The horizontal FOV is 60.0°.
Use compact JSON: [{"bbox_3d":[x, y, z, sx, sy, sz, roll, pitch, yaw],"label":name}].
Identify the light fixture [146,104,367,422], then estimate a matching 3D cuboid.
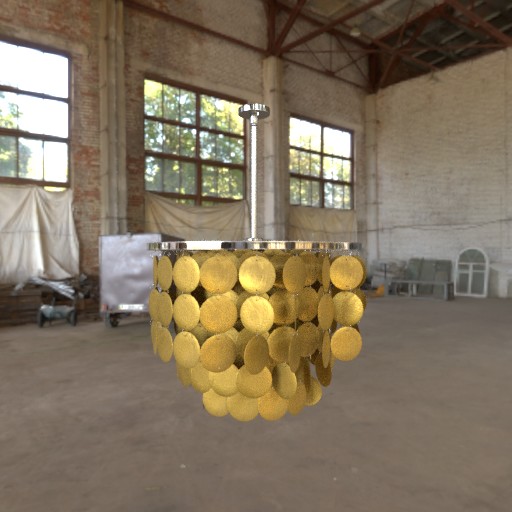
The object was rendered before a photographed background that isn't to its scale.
[{"bbox_3d":[0.000,0.000,0.740,0.368,0.492,0.368,0,0,0],"label":"light fixture"}]
